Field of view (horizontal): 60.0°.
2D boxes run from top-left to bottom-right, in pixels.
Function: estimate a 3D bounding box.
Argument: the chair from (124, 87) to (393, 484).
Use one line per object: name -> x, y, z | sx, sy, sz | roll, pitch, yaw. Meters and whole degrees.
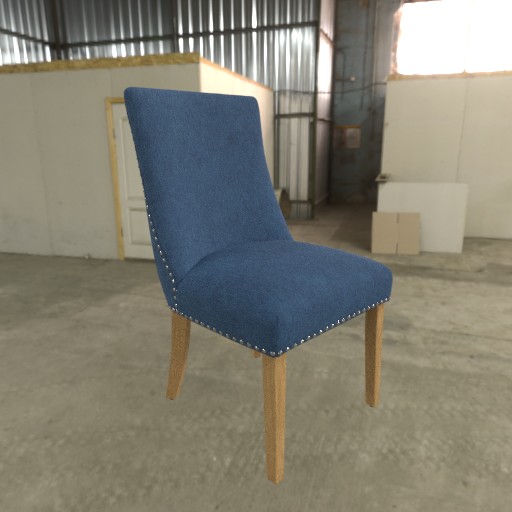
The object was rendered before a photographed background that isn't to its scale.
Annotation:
chair -> 0.000, 0.000, 1.247 | 0.495, 0.902, 0.610 | -15, 21, -43
